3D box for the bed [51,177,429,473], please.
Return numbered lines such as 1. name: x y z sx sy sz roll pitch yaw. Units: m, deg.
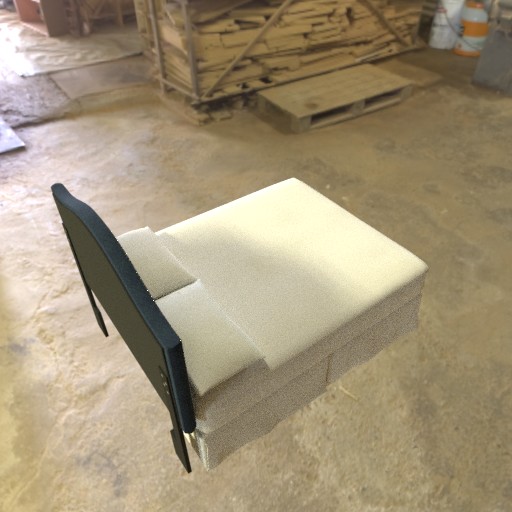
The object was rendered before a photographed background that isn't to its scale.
1. bed: 0.000 0.000 3.236 2.153 1.518 1.713 -26 47 -26
